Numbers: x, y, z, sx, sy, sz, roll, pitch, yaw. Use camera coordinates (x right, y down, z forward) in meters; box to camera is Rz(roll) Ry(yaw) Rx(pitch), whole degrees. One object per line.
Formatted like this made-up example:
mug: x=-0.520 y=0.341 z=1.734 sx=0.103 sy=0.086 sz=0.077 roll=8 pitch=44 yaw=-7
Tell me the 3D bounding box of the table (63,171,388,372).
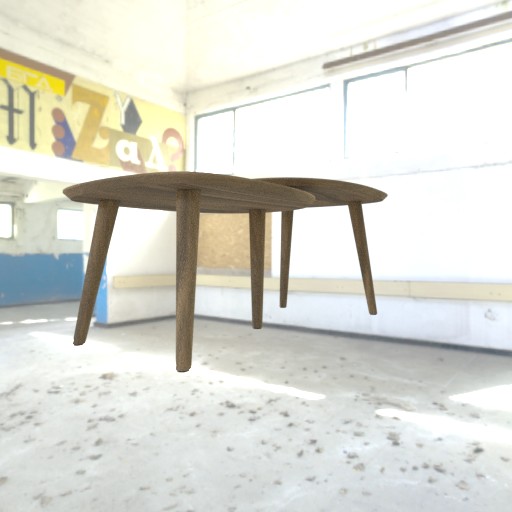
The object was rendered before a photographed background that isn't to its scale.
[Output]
table: x=0.000 y=0.000 z=1.331 sx=0.527 sy=0.429 sz=1.084 roll=0 pitch=0 yaw=36
